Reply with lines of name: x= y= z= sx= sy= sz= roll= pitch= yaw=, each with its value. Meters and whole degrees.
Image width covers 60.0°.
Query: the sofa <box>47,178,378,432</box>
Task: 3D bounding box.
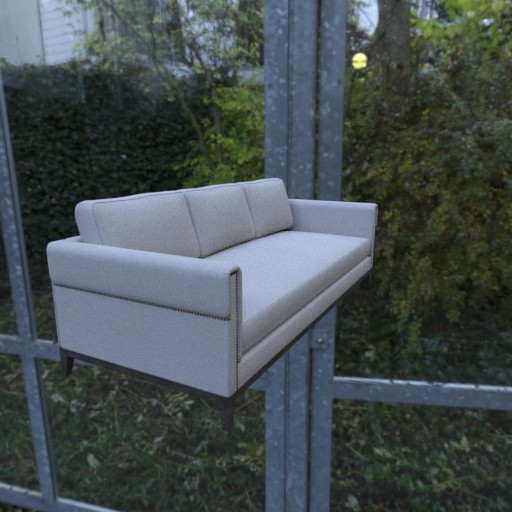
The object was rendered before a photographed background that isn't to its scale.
sofa: x=0.000 y=0.000 z=2.740 sx=0.959 sy=0.838 sz=2.210 roll=7 pitch=15 yaw=27
